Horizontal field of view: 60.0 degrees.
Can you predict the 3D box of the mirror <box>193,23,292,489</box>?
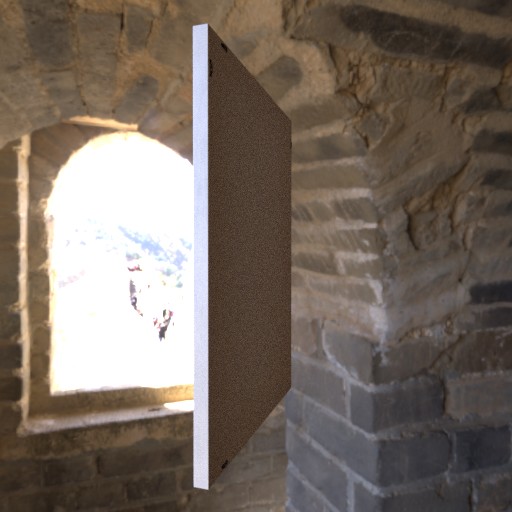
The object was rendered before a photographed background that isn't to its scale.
[{"bbox_3d":[0.000,0.000,1.332,0.041,1.016,0.762,0,1,18],"label":"mirror"}]
